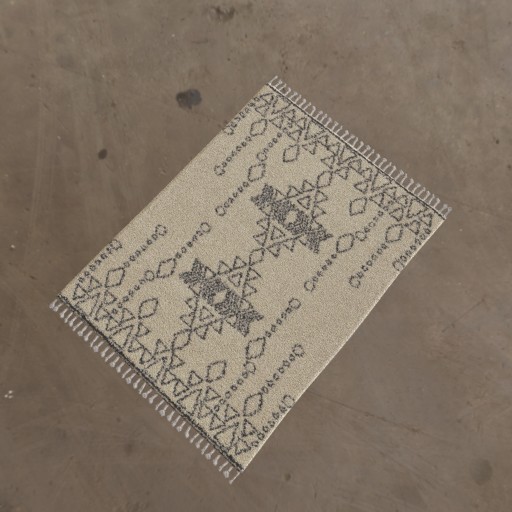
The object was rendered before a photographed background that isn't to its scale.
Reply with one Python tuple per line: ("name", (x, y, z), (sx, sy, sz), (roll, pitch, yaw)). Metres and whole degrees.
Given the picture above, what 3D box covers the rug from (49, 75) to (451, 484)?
("rug", (0.000, 0.000, 3.897), (2.125, 0.028, 3.027), (40, 79, 9))
